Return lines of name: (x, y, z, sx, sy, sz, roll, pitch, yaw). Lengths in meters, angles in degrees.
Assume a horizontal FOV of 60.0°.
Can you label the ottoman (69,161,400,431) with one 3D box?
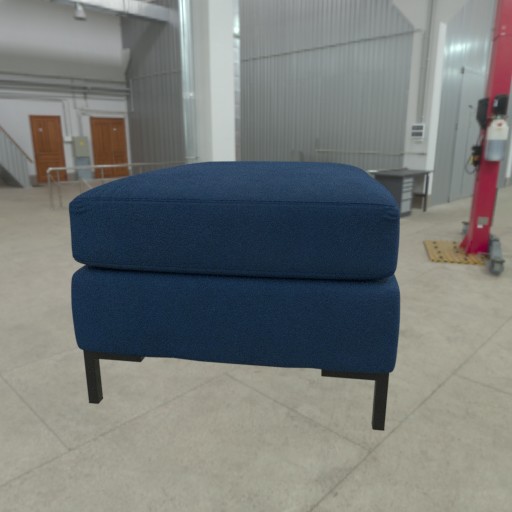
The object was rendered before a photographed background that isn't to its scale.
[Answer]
ottoman: (0.000, 0.000, 1.198, 0.655, 0.485, 0.794, 2, 15, 8)
